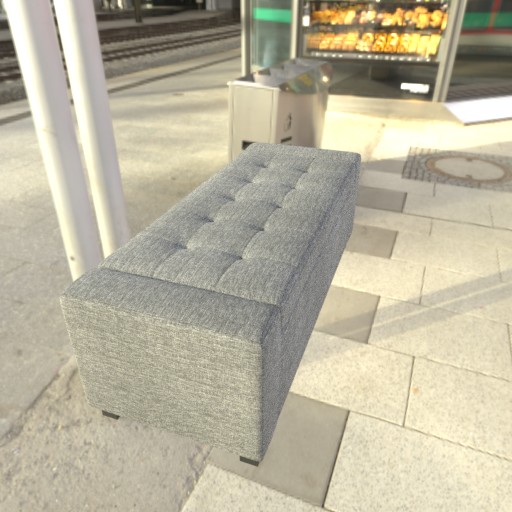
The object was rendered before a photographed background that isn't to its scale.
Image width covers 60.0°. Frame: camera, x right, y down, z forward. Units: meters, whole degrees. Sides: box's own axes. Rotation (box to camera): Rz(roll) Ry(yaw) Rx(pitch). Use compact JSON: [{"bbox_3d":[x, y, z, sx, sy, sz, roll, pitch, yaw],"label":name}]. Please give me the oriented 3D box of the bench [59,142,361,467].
[{"bbox_3d":[0.000,0.000,1.563,0.508,0.445,1.296,10,32,17],"label":"bench"}]
